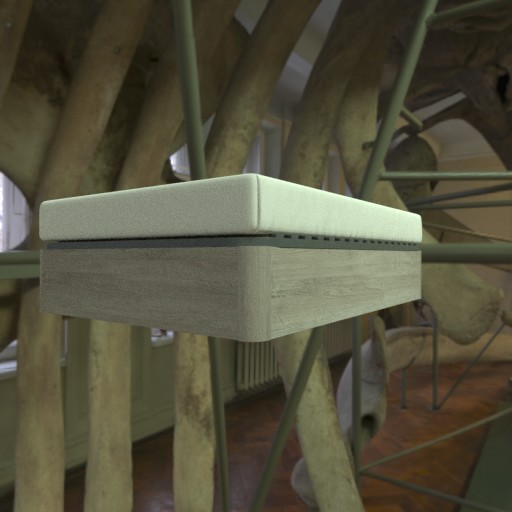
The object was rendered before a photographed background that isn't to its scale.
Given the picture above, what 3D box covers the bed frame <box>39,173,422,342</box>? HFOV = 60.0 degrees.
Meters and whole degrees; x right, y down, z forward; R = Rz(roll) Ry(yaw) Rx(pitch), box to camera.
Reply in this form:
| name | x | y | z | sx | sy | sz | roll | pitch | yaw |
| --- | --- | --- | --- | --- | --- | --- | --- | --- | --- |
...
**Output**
| name | x | y | z | sx | sy | sz | roll | pitch | yaw |
| --- | --- | --- | --- | --- | --- | --- | --- | --- | --- |
| bed frame | 0.000 | 0.000 | 2.606 | 1.400 | 0.561 | 1.900 | 0 | 0 | 36 |
